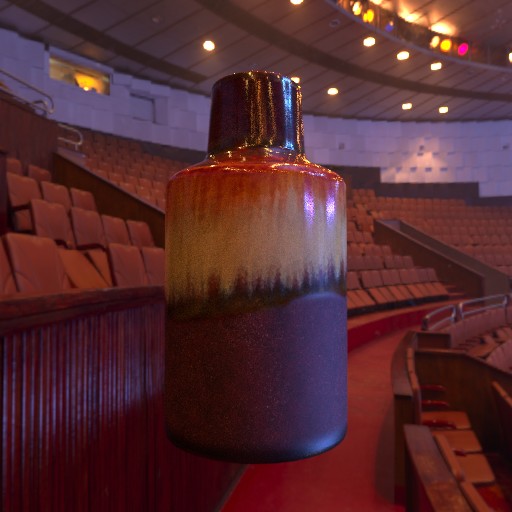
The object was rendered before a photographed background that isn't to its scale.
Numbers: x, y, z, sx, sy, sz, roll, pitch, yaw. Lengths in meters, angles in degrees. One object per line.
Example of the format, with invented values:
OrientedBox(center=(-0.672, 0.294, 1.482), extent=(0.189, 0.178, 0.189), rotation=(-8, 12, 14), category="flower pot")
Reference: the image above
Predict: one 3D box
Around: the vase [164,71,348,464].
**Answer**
OrientedBox(center=(0.000, 0.000, 0.268), extent=(0.108, 0.204, 0.108), rotation=(0, -1, 0), category="vase")
